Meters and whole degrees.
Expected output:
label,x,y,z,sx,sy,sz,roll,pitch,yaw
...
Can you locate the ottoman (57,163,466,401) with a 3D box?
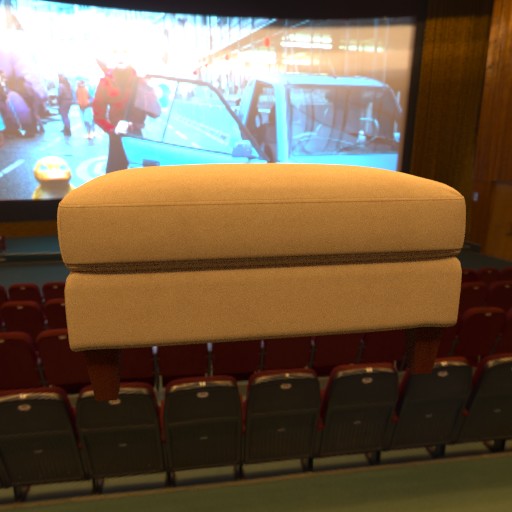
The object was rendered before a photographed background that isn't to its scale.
label,x,y,z,sx,sy,sz,roll,pitch,yaw
ottoman,0.000,0.000,1.185,0.864,0.483,0.584,-2,14,-9
